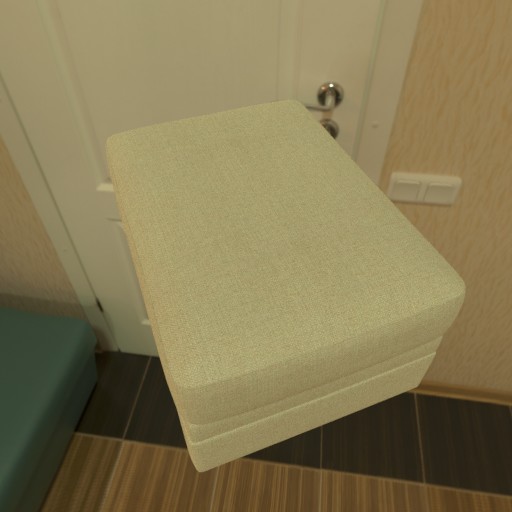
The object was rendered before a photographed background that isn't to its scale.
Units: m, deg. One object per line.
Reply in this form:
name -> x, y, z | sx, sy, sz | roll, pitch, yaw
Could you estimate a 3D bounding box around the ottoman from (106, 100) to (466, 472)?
ottoman -> 0.000, 0.000, 1.223 | 0.637, 0.478, 0.885 | -16, 49, -14
